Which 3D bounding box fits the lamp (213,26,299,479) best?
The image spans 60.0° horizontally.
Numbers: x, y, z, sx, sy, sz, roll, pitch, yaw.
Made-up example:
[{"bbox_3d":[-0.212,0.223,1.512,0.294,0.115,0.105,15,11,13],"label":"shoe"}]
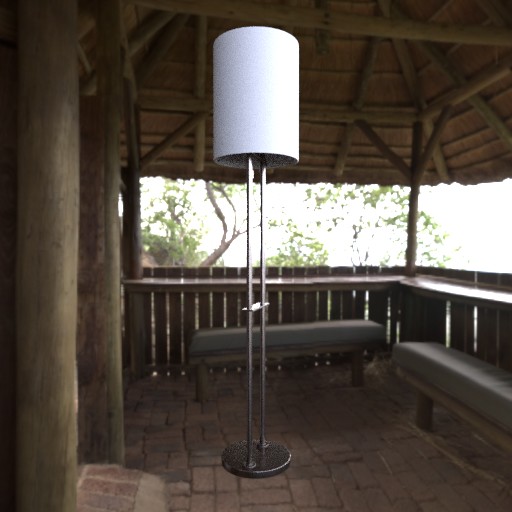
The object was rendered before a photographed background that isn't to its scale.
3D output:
[{"bbox_3d":[0.000,0.000,1.607,0.305,1.500,0.306,0,1,17],"label":"lamp"}]
